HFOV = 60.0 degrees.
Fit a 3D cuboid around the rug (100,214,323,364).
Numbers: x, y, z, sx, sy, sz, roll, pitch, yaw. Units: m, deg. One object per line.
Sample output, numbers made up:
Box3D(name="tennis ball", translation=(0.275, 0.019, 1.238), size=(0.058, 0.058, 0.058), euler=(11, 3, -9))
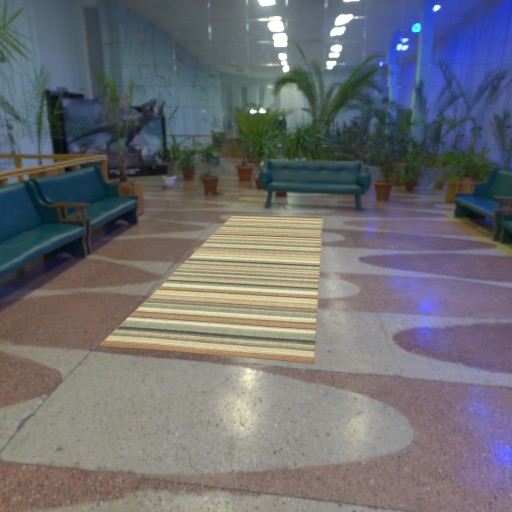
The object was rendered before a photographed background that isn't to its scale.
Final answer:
Box3D(name="rug", translation=(0.000, 0.000, 2.736), size=(0.799, 0.010, 2.444), euler=(3, 17, 9))
